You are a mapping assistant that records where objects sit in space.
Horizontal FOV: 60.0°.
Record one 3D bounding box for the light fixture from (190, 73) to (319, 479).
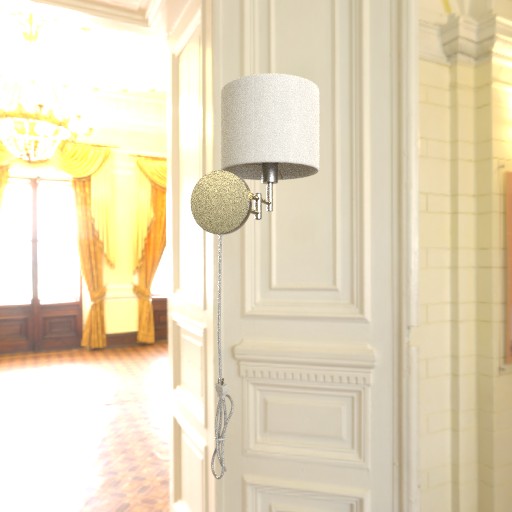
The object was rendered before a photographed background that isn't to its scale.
[{"bbox_3d":[0.000,0.000,1.041,0.253,0.842,0.479,0,0,19],"label":"light fixture"}]
